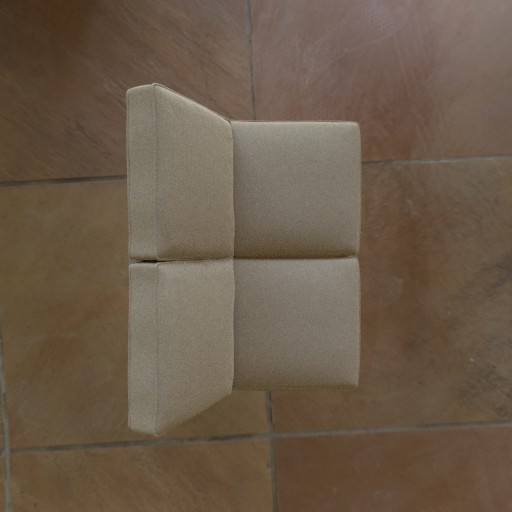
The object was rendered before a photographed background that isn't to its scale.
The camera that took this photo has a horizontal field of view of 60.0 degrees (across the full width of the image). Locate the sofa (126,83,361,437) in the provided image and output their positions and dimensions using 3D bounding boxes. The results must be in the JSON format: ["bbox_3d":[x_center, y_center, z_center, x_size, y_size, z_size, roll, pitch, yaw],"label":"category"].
[{"bbox_3d":[0.000,0.000,1.977,0.951,1.008,1.237,0,91,0],"label":"sofa"}]
